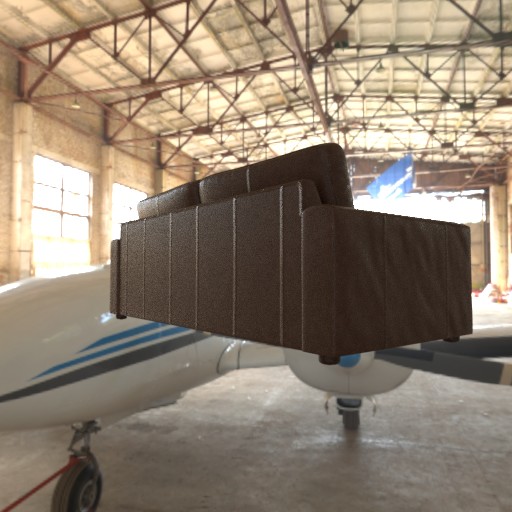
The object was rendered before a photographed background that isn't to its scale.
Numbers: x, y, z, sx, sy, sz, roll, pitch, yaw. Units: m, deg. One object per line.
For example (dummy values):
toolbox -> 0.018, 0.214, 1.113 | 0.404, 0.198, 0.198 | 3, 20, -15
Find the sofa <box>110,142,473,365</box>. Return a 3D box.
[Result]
sofa -> 0.000, 0.000, 2.691 | 1.016, 0.873, 2.179 | 2, -3, -38
